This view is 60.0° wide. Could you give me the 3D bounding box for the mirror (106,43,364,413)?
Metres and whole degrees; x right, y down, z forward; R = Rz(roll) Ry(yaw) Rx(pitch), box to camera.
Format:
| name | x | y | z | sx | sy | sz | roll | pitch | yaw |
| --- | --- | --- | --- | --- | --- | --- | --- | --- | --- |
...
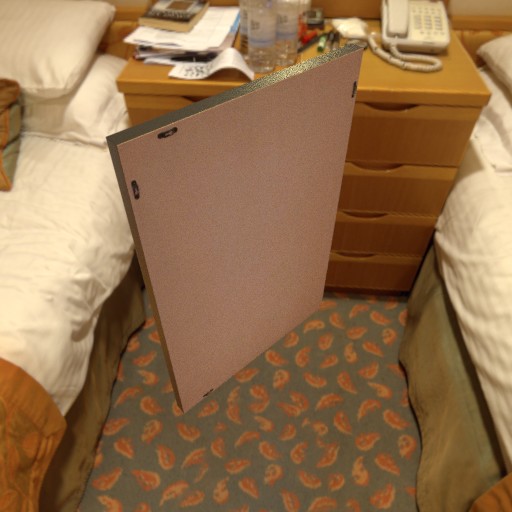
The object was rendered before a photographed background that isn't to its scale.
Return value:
| name | x | y | z | sx | sy | sz | roll | pitch | yaw |
| --- | --- | --- | --- | --- | --- | --- | --- | --- | --- |
| mirror | 0.000 | 0.000 | 1.163 | 0.609 | 0.915 | 0.040 | -32 | 53 | -28 |
